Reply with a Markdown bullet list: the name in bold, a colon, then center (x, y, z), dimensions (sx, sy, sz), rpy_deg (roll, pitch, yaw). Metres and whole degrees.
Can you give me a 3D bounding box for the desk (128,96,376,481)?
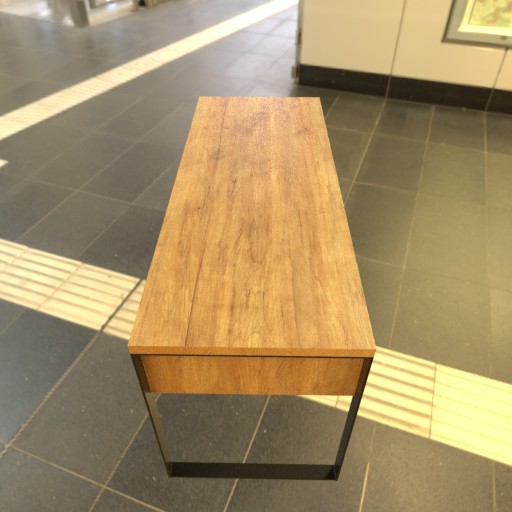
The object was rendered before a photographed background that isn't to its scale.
- **desk**: center (0.000, 0.000, 1.879), dimensions (0.600, 0.760, 1.520), rpy_deg (1, 41, 1)
